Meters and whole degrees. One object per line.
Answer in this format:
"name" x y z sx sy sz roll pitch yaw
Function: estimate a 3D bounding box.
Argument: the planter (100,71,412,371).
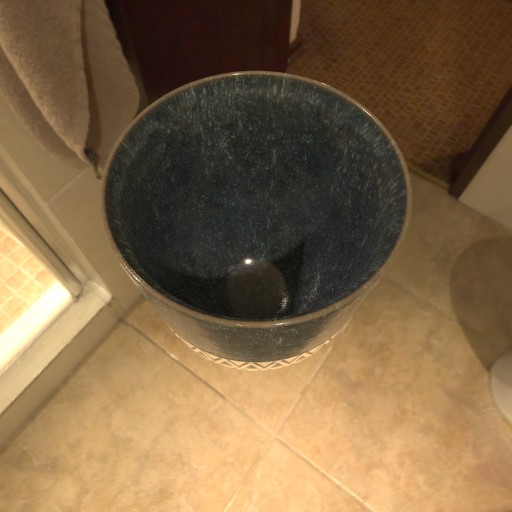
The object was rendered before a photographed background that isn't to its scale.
"planter" 0.000 0.000 0.374 0.195 0.214 0.195 0 63 0
